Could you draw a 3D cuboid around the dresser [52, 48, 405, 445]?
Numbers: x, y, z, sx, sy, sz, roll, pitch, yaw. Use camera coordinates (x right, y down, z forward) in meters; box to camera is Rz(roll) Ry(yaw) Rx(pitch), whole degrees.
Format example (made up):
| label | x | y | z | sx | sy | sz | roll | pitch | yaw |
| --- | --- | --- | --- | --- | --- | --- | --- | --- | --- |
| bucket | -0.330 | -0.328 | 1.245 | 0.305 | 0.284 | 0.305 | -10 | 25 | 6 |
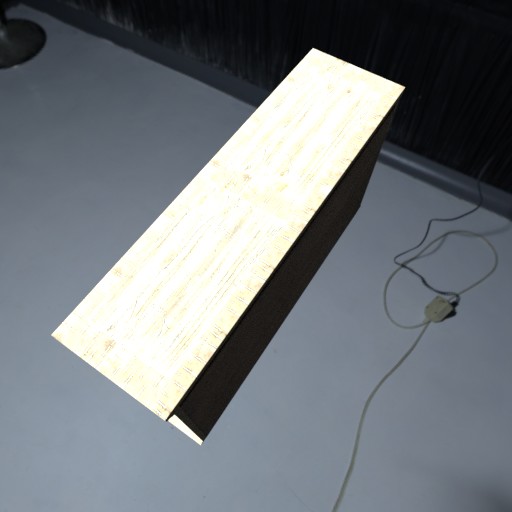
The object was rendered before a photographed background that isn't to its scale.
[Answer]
| label | x | y | z | sx | sy | sz | roll | pitch | yaw |
| --- | --- | --- | --- | --- | --- | --- | --- | --- | --- |
| dresser | 0.000 | 0.000 | 2.093 | 0.457 | 1.016 | 1.626 | 30 | 66 | 15 |
